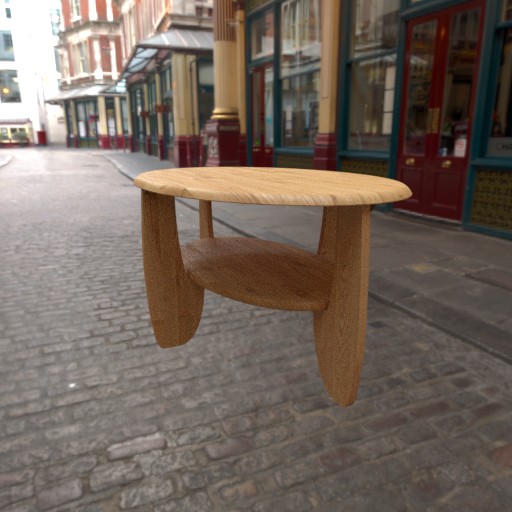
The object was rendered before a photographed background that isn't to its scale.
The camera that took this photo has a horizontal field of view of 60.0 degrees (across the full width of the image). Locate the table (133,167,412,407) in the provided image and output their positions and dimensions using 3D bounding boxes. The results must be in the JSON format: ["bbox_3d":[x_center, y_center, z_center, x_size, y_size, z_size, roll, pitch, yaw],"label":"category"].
[{"bbox_3d":[0.000,0.000,1.376,0.690,0.490,1.040,-7,16,-25],"label":"table"}]
